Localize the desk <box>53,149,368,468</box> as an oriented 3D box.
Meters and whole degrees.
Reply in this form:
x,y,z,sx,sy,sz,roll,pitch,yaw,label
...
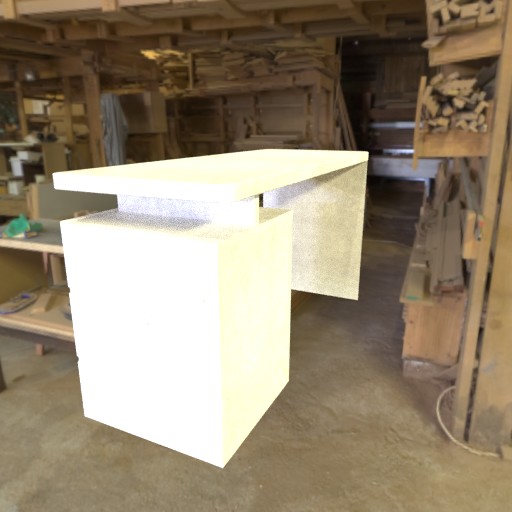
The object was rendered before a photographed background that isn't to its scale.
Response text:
x,y,z,sx,sy,sz,roll,pitch,yaw,label
0.000,0.000,1.762,0.550,0.755,1.400,8,18,25,desk
